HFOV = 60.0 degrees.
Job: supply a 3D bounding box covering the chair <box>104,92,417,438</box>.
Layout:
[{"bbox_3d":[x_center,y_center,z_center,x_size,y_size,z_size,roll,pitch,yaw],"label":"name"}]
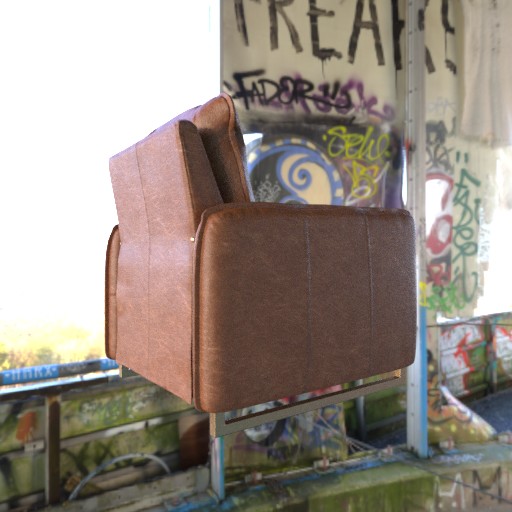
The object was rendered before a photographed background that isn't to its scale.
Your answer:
[{"bbox_3d":[0.000,0.000,1.638,0.922,0.922,0.830,0,0,-36],"label":"chair"}]
